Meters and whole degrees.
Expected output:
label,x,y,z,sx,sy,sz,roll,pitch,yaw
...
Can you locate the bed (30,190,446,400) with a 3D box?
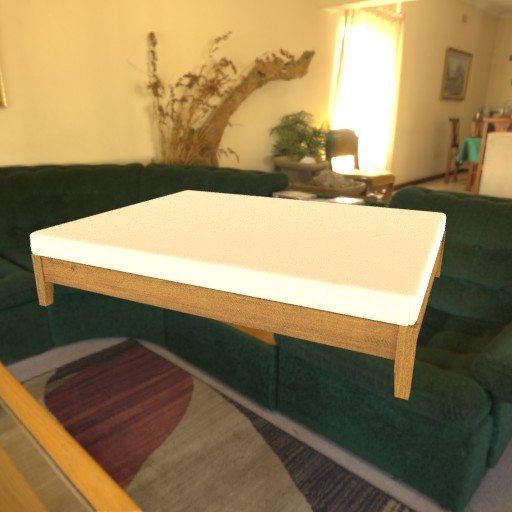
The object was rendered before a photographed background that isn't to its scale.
label,x,y,z,sx,sy,sz,roll,pitch,yaw
bed,0.000,0.000,2.687,2.016,0.431,1.536,9,20,24
